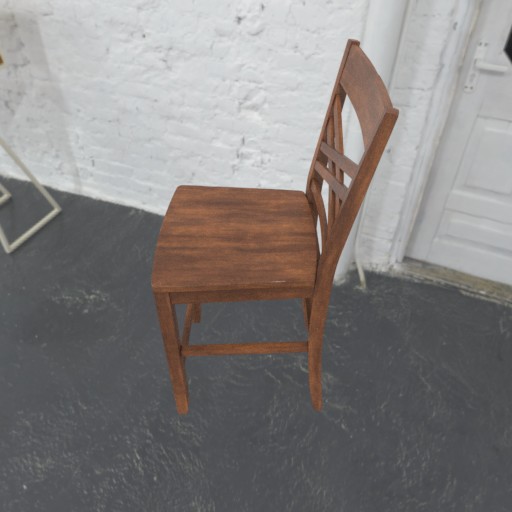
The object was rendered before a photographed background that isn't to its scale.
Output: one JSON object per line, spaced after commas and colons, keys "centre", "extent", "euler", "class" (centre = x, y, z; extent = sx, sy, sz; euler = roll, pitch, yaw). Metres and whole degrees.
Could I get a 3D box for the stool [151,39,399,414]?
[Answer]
{"centre": [0.000, 0.000, 1.312], "extent": [0.539, 1.079, 0.462], "euler": [0, 41, 1], "class": "stool"}
